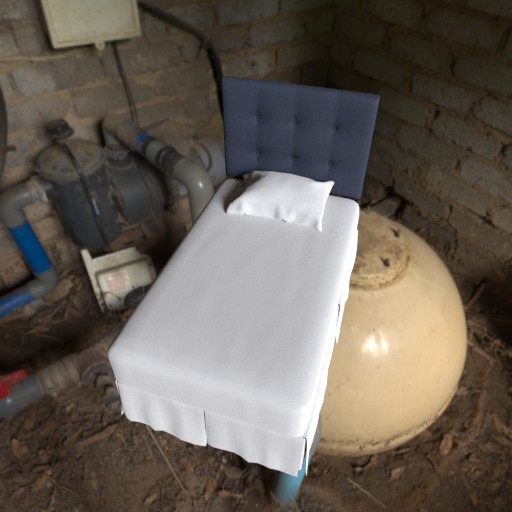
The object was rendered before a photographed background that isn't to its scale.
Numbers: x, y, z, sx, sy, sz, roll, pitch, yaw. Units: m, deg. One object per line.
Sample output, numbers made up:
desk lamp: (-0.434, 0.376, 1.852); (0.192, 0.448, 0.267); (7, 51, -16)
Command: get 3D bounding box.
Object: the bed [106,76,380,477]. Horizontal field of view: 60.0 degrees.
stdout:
bed: (0.000, 0.000, 2.953); (1.261, 1.571, 1.997); (12, 44, 13)
